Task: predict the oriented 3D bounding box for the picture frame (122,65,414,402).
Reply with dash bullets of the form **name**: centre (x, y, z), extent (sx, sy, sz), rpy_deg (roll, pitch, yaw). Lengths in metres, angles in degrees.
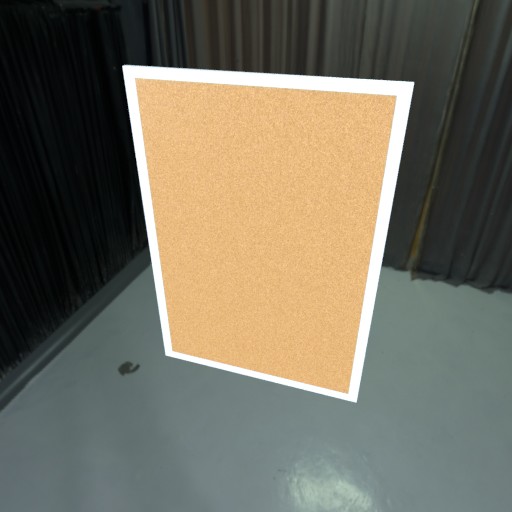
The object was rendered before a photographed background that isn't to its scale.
- **picture frame**: centre (0.000, 0.000, 1.215), extent (0.659, 0.940, 0.013), rpy_deg (10, 34, 15)
